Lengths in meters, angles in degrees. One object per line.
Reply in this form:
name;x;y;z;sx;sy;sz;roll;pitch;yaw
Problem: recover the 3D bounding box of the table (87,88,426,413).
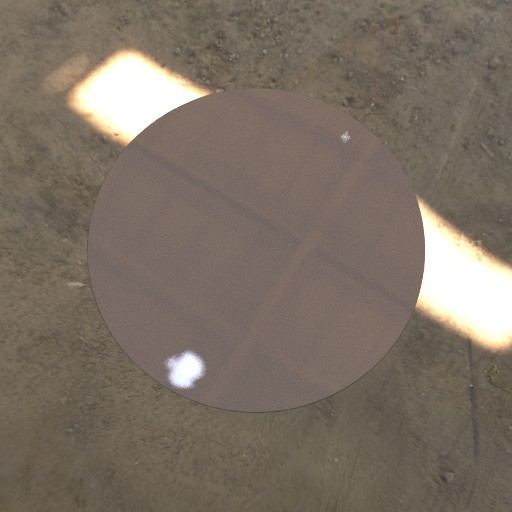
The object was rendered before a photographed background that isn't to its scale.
table;0.000;0.000;1.242;0.800;0.400;0.800;0;75;0
